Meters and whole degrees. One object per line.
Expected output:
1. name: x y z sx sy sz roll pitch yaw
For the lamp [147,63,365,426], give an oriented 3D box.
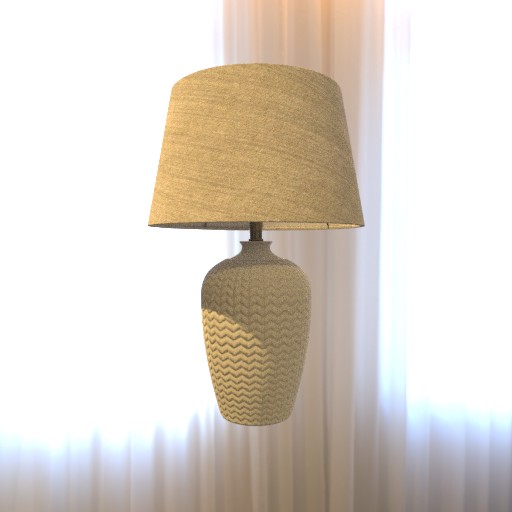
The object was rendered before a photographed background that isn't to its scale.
1. lamp: 0.000 0.000 0.818 0.390 0.580 0.390 0 2 0
